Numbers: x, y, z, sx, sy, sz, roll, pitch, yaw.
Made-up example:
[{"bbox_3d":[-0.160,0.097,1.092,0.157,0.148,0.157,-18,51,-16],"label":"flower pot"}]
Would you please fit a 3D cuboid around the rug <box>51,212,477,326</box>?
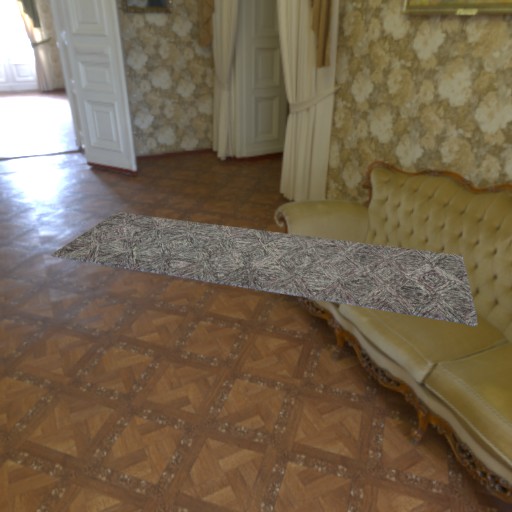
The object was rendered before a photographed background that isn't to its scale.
[{"bbox_3d":[0.000,0.000,2.585,2.305,0.013,0.719,8,29,15],"label":"rug"}]
